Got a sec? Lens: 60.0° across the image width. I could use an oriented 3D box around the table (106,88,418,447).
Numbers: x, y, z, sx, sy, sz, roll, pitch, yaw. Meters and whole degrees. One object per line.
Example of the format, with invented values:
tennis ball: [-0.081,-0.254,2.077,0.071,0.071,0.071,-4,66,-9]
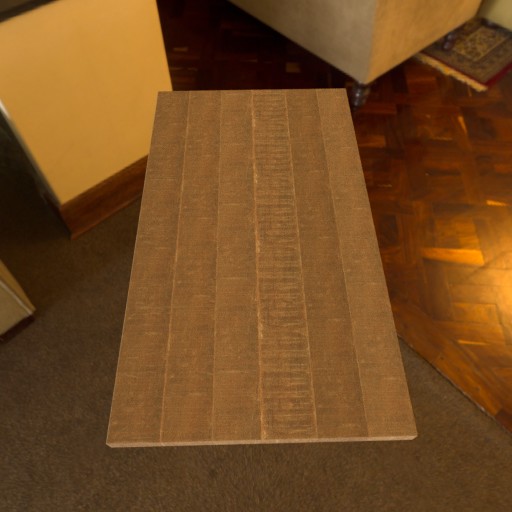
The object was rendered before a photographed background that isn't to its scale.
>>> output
table: [0.000,0.000,1.697,0.800,0.440,1.400,-1,57,-1]
